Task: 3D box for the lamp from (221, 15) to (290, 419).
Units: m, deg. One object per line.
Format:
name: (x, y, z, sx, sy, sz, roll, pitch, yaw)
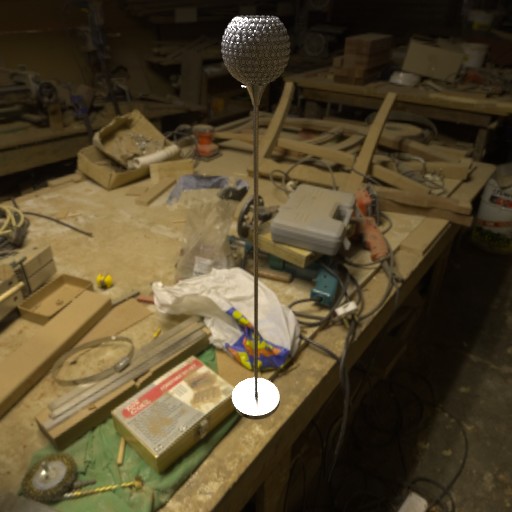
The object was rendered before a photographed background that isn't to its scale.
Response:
lamp: (0.000, 0.000, 1.895, 0.254, 1.805, 0.254, 0, 32, 0)
